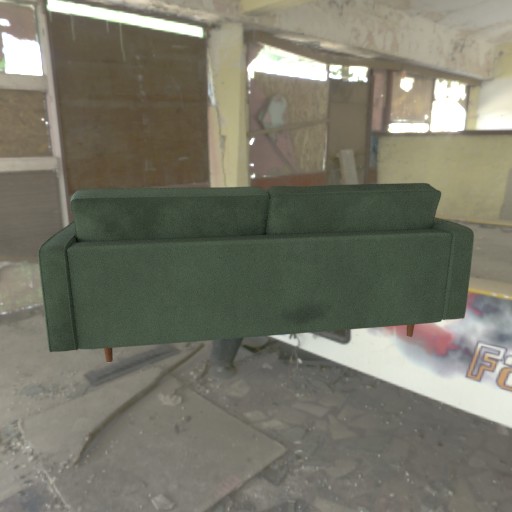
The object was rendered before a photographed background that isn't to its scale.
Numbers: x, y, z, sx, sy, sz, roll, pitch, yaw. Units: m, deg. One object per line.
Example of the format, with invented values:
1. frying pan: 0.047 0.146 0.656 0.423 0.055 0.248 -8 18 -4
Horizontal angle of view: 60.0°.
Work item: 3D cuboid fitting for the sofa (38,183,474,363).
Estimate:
1. sofa: 0.000 0.000 2.305 1.880 0.772 0.916 -3 15 -10
